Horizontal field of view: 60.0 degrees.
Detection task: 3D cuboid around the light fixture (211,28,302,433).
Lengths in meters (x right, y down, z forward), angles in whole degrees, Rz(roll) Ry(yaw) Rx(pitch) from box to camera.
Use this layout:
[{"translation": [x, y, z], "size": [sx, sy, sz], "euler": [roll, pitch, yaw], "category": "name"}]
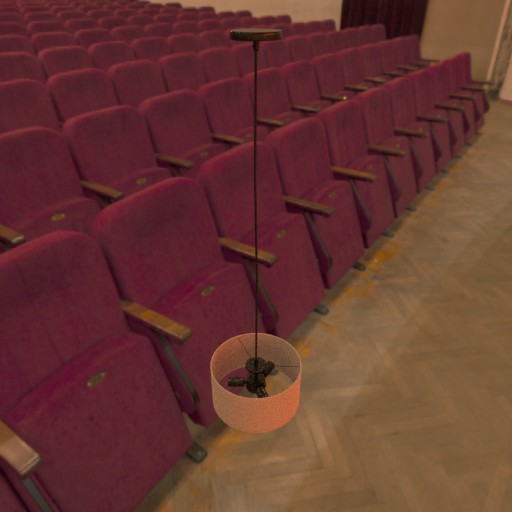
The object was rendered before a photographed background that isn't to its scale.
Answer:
[{"translation": [0.000, 0.000, 1.667], "size": [0.399, 1.516, 0.399], "euler": [0, 31, 0], "category": "light fixture"}]
